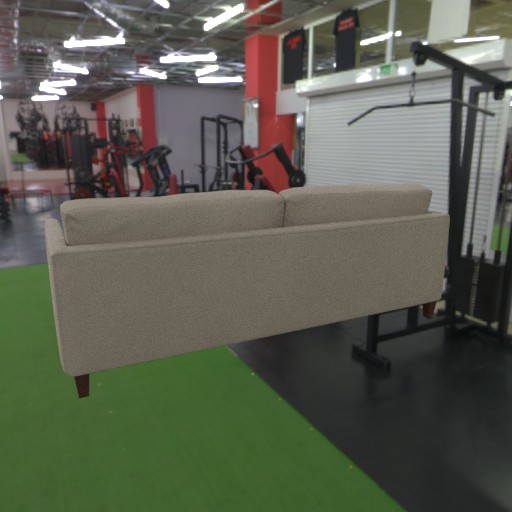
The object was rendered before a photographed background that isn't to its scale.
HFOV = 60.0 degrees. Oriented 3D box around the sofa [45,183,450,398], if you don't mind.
[{"bbox_3d":[0.000,0.000,2.837,2.404,0.912,0.988,-7,16,-25],"label":"sofa"}]
